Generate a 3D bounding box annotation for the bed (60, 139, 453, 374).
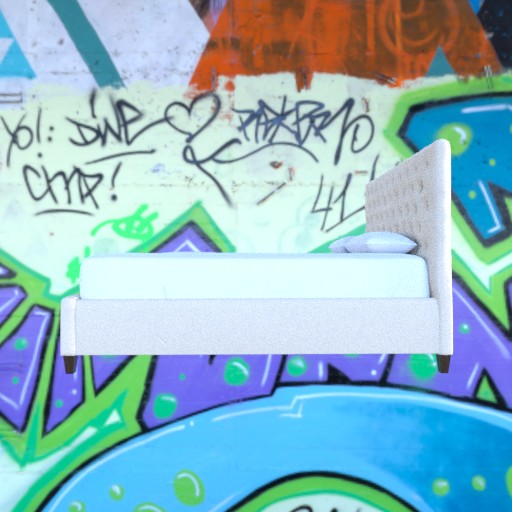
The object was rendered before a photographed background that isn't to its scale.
[{"bbox_3d":[0.000,0.000,3.507,2.387,1.427,1.698,0,0,-1],"label":"bed"}]
